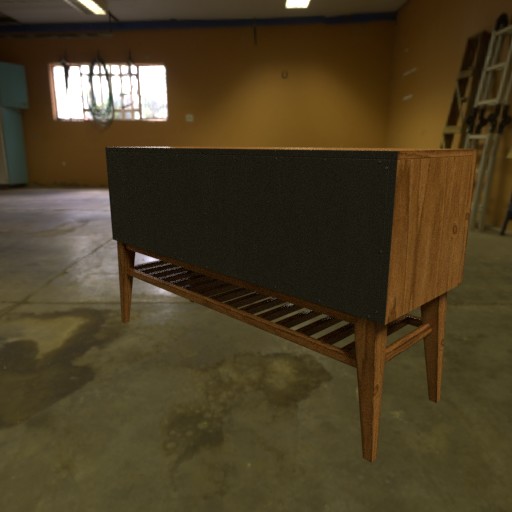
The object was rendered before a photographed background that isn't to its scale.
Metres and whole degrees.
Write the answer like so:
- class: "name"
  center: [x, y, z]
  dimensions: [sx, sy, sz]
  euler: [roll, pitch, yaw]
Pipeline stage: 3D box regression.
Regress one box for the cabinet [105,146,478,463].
- class: "cabinet"
  center: [0.000, 0.000, 1.692]
  dimensions: [0.477, 0.802, 1.363]
  euler: [-14, 20, -43]
